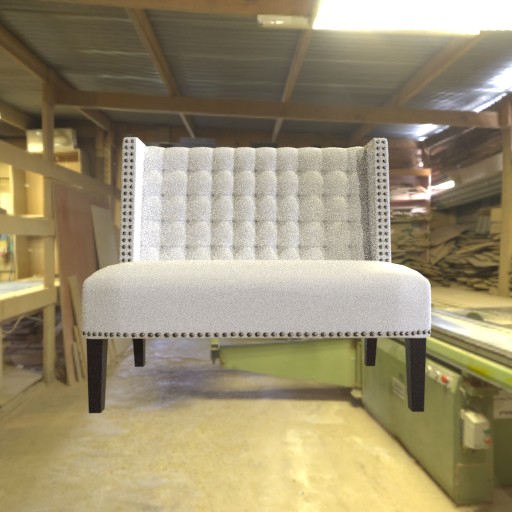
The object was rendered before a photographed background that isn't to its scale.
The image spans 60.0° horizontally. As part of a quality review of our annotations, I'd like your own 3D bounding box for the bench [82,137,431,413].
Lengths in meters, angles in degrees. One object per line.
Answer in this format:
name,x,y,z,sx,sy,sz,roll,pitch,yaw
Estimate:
bench,0.000,0.000,1.966,1.280,1.123,0.847,0,1,-1
